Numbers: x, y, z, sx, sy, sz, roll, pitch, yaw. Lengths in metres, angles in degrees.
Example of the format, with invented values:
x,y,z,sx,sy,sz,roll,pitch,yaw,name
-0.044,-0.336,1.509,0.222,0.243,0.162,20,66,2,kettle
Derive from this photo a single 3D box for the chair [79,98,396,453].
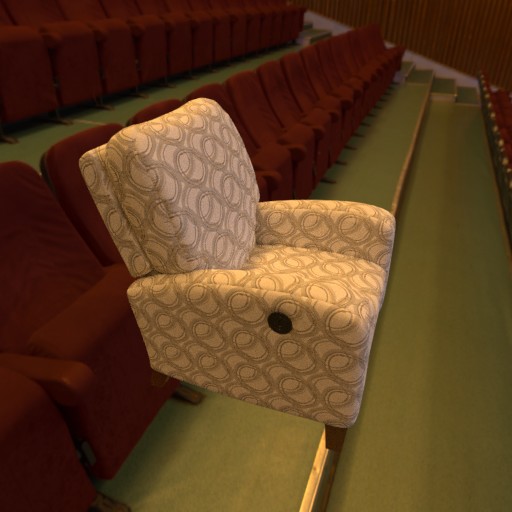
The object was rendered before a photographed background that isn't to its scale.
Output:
x,y,z,sx,sy,sz,roll,pitch,yaw,name
0.000,0.000,1.747,0.995,1.065,0.796,11,32,18,chair
